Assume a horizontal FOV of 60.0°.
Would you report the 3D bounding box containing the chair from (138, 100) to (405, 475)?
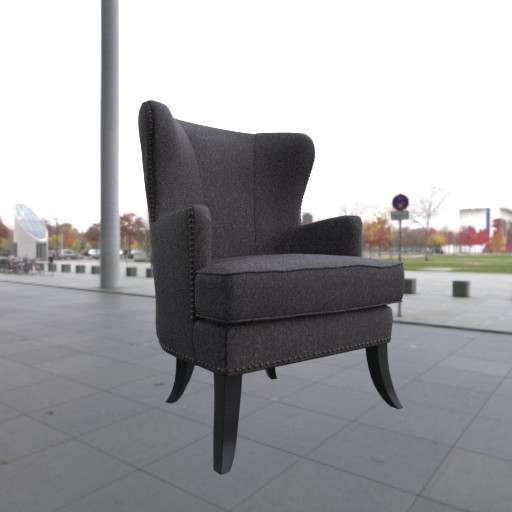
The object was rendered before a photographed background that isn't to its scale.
[{"bbox_3d":[0.000,0.000,1.586,0.759,1.060,0.758,-1,1,-38],"label":"chair"}]
